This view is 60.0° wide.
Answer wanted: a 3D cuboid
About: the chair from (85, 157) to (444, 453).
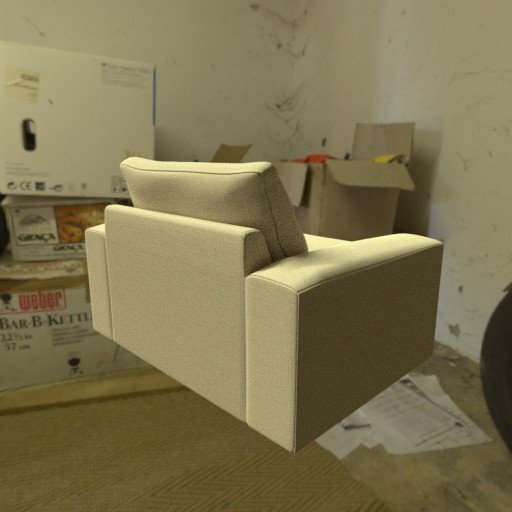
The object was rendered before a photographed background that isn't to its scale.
[{"bbox_3d":[0.000,0.000,2.100,1.039,0.915,1.398,-13,18,-43],"label":"chair"}]
